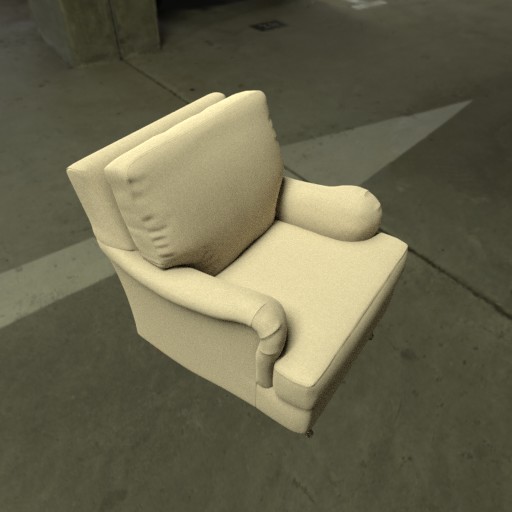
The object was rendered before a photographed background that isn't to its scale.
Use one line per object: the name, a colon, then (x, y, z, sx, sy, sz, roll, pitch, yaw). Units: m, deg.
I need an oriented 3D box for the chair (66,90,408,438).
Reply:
chair: (0.000, 0.000, 1.879, 1.078, 1.076, 0.895, 25, 48, 25)
